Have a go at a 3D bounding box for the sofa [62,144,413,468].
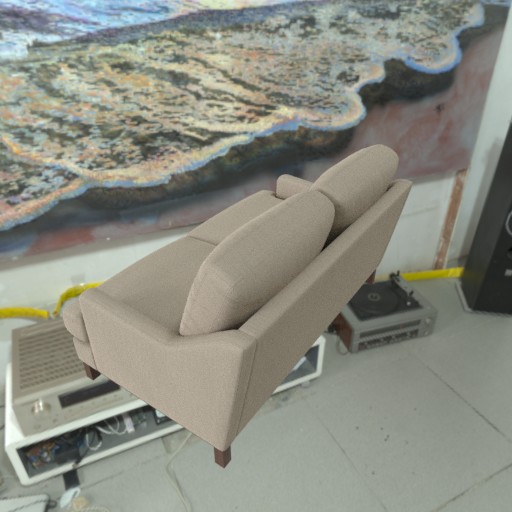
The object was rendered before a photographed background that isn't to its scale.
[{"bbox_3d":[0.000,0.000,2.234,1.004,0.910,1.619,20,37,29],"label":"sofa"}]
